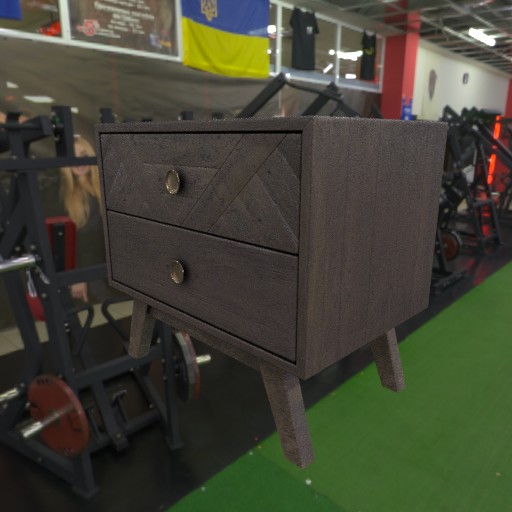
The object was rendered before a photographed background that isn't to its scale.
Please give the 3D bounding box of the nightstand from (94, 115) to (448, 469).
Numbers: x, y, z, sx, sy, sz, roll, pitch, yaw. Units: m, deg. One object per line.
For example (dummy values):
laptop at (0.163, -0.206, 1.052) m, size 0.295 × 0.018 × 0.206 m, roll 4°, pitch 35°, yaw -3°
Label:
nightstand at (0.000, 0.000, 1.042) m, size 0.450 × 0.599 × 0.650 m, roll -15°, pitch 21°, yaw -43°
